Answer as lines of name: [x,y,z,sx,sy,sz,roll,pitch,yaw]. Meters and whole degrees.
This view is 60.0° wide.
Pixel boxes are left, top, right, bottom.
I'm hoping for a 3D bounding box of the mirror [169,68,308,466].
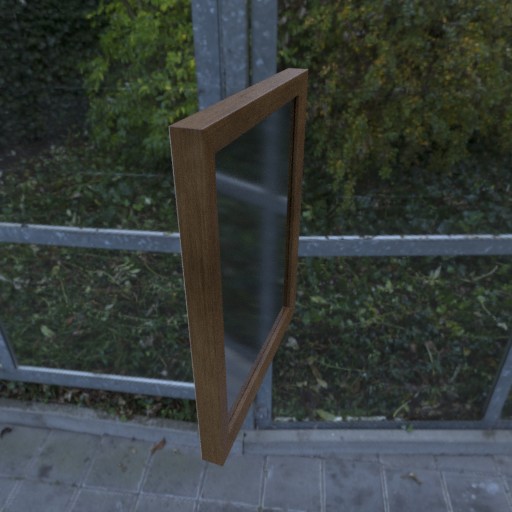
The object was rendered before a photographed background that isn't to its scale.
mirror: [0.000,0.000,0.711,0.041,0.508,0.405,10,32,17]
